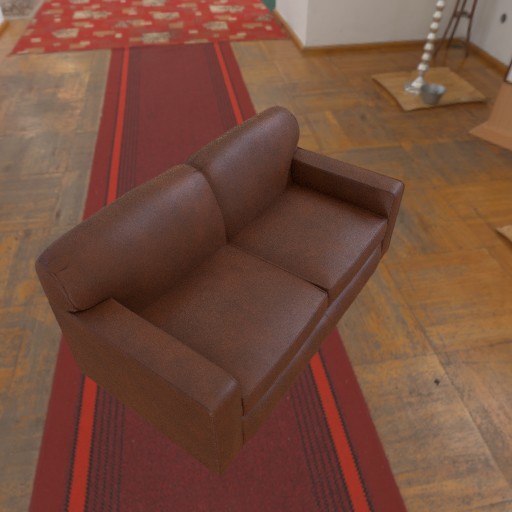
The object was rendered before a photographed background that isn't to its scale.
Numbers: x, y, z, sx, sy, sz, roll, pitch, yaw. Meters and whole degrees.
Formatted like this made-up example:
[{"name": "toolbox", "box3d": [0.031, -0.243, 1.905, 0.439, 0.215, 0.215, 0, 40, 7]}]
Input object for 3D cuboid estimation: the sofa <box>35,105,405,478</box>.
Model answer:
[{"name": "sofa", "box3d": [0.000, 0.000, 2.416, 1.000, 0.966, 1.856, 25, 48, 25]}]
